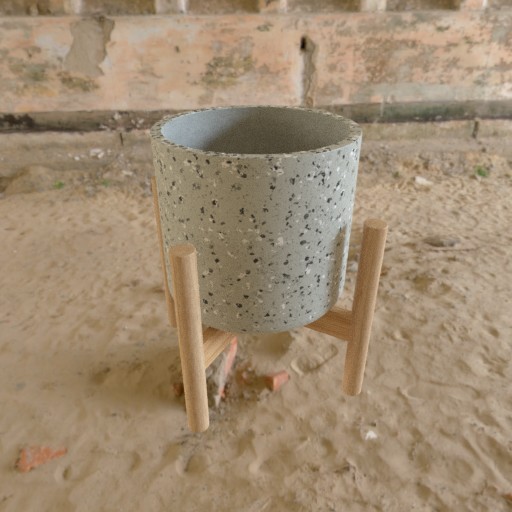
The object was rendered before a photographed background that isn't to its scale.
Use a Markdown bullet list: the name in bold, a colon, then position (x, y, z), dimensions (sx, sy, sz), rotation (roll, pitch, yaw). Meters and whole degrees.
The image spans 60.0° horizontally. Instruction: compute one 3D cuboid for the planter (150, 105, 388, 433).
- **planter**: position (0.000, 0.000, 0.553), dimensions (0.284, 0.320, 0.284), rotation (-22, 36, -33)
